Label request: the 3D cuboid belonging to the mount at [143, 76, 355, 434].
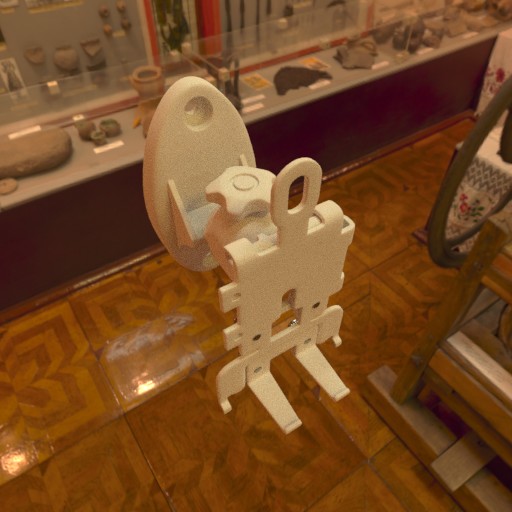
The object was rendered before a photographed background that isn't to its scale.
[{"bbox_3d":[0.000,0.000,0.178,0.066,0.118,0.100,-25,52,-21],"label":"mount"}]
